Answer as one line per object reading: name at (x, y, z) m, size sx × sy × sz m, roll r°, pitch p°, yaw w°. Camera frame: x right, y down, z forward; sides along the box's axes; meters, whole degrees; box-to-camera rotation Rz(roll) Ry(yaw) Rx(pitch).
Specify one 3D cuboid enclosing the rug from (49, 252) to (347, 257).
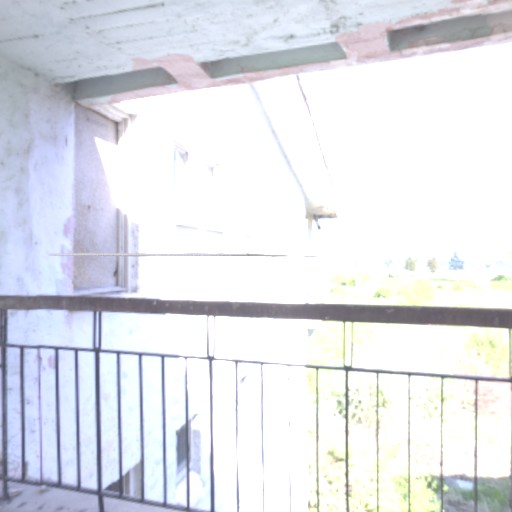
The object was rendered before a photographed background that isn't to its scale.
rug at (0.000, 0.000, 2.641) m, size 0.770 × 0.016 × 2.442 m, roll 0°, pitch 0°, yaw 19°
